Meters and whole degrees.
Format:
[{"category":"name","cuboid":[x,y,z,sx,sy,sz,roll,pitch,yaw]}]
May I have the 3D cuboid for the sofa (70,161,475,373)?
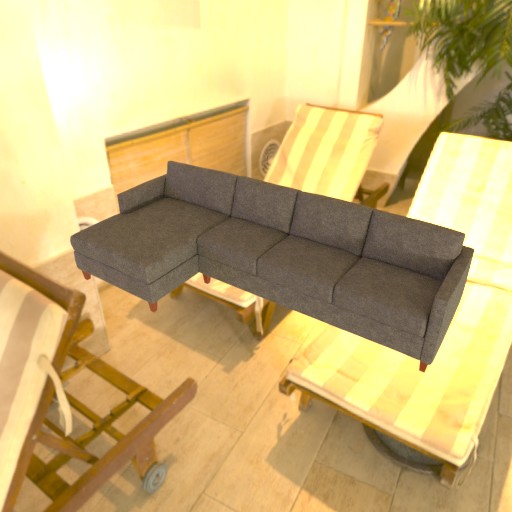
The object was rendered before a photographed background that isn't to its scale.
[{"category":"sofa","cuboid":[0.000,0.000,4.173,3.471,0.954,1.606,19,36,29]}]
